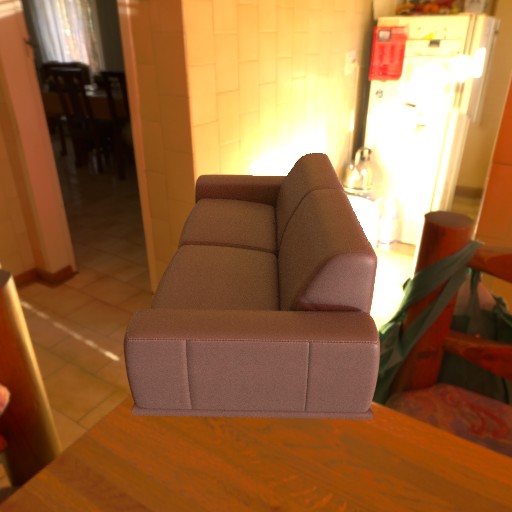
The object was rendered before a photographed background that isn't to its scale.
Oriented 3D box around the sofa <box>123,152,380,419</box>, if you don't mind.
[{"bbox_3d":[0.000,0.000,2.356,0.900,0.772,1.901,1,27,1],"label":"sofa"}]
